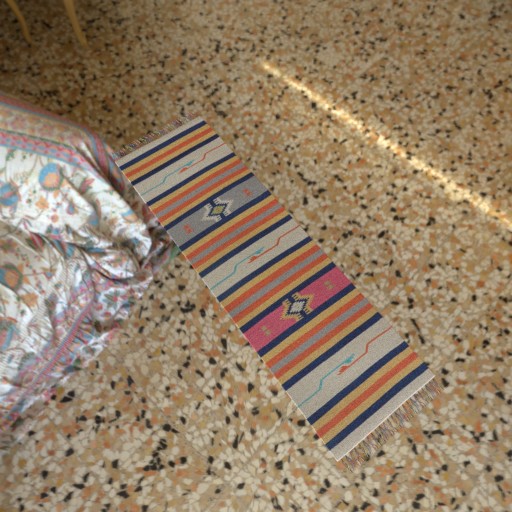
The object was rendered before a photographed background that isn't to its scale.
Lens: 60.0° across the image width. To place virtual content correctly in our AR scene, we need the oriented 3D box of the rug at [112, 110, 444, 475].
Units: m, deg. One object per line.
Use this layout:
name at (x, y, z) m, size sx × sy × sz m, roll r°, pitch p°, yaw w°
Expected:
rug at (0.000, 0.000, 2.684) m, size 0.695 × 0.017 × 2.455 m, roll -33°, pitch 68°, yaw -15°
